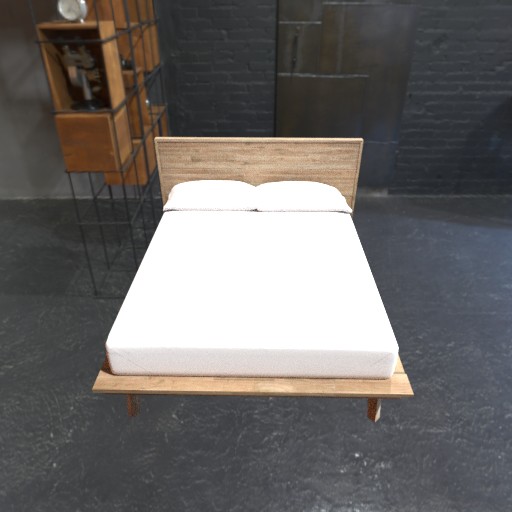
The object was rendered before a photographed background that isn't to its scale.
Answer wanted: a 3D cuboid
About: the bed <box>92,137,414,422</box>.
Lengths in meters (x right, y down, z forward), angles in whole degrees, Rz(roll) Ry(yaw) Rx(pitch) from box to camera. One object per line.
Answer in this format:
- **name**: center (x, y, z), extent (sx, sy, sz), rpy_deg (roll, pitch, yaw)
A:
- **bed**: center (0.000, 0.000, 3.145), extent (1.759, 1.071, 2.145), rpy_deg (1, 31, 1)
